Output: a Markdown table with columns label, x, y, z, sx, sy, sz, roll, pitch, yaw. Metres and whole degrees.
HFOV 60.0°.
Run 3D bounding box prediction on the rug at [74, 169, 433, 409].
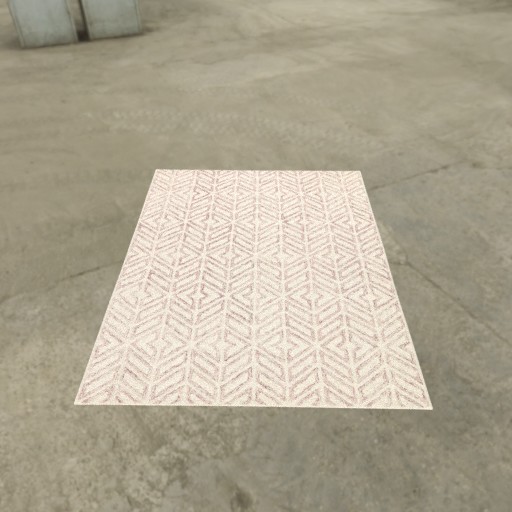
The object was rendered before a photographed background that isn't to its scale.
| label | x | y | z | sx | sy | sz | roll | pitch | yaw |
| --- | --- | --- | --- | --- | --- | --- | --- | --- | --- |
| rug | 0.000 | 0.000 | 4.118 | 2.421 | 0.008 | 3.045 | 1 | 42 | 1 |
